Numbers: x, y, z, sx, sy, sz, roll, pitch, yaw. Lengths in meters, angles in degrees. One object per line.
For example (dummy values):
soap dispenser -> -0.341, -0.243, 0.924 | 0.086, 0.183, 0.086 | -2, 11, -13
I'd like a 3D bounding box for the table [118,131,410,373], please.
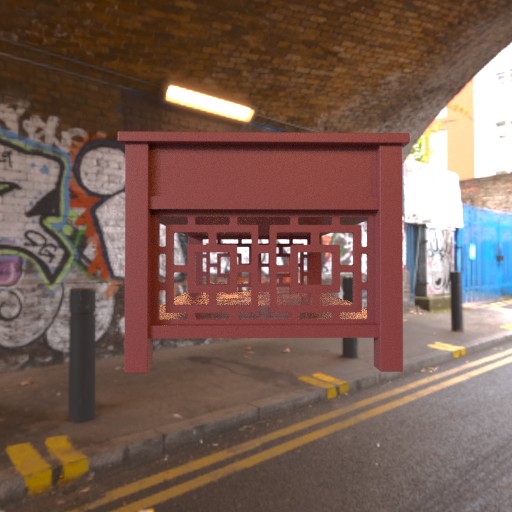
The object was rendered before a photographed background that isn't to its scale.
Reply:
table -> 0.000, 0.000, 1.437 | 0.612, 0.493, 1.068 | 0, -1, -1
